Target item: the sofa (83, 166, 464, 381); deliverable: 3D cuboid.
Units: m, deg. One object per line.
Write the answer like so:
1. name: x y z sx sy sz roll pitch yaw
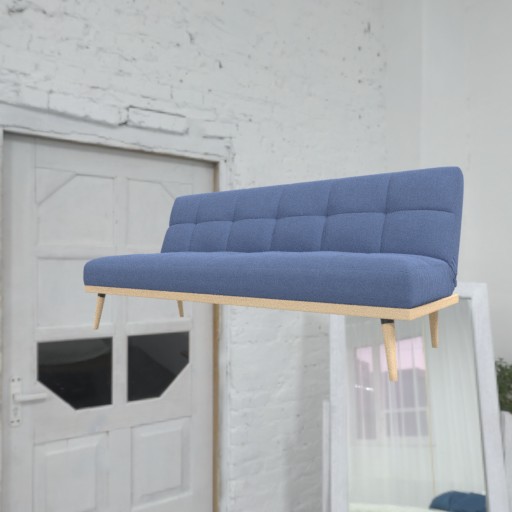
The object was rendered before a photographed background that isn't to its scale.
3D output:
1. sofa: 0.000 0.000 2.214 1.800 0.800 0.796 0 0 37
